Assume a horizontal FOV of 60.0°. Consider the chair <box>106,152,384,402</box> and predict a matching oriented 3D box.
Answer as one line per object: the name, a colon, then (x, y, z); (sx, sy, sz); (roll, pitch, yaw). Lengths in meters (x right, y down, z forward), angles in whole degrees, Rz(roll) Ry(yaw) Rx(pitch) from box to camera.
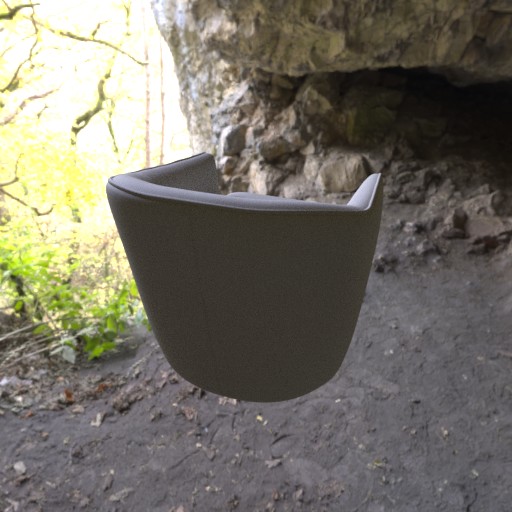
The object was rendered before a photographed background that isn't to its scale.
chair: (0.000, 0.000, 1.472); (0.747, 0.799, 0.875); (10, 34, 15)
